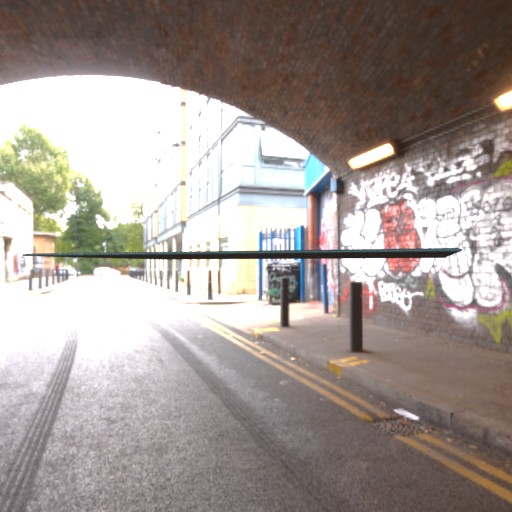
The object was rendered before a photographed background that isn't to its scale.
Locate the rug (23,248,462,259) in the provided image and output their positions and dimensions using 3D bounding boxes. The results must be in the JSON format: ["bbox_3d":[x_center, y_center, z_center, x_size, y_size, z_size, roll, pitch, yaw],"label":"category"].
[{"bbox_3d":[0.000,0.000,2.272,1.833,0.012,1.211,0,-1,21],"label":"rug"}]
